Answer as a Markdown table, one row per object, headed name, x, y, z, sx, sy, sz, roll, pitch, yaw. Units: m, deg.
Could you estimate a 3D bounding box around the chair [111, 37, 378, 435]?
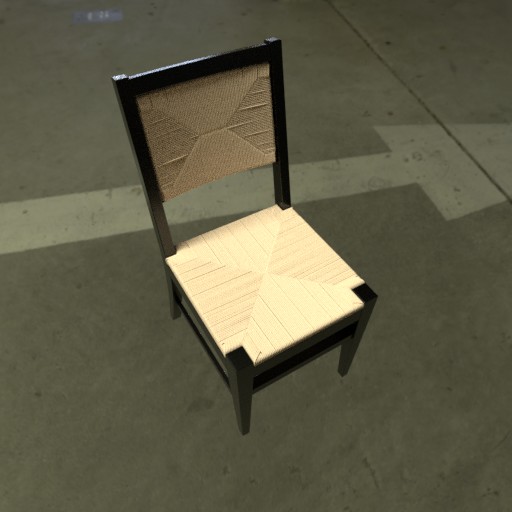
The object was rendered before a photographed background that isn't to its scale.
| name | x | y | z | sx | sy | sz | roll | pitch | yaw |
| --- | --- | --- | --- | --- | --- | --- | --- | --- | --- |
| chair | 0.000 | 0.000 | 1.245 | 0.437 | 0.927 | 0.552 | -24 | 52 | -20 |
